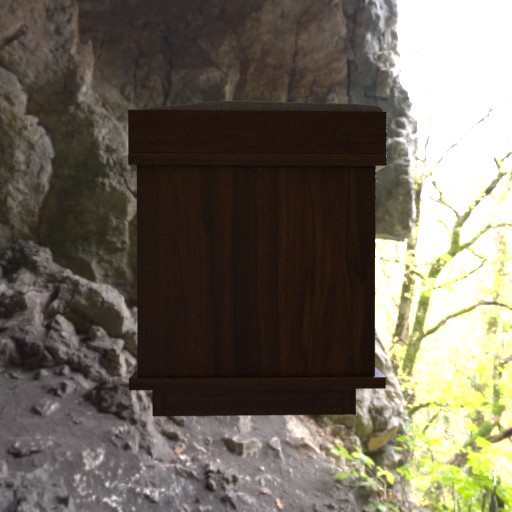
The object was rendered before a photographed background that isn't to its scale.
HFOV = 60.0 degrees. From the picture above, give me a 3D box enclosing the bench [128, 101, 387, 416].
[{"bbox_3d":[0.000,0.000,0.969,0.362,0.461,0.734,0,1,-1],"label":"bench"}]
